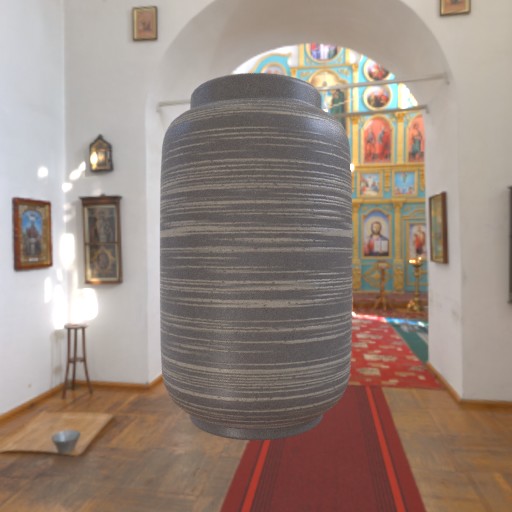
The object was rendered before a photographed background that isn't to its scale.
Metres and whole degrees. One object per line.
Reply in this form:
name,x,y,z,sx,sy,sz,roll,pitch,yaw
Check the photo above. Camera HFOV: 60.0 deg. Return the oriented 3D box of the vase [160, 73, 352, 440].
vase,0.000,0.000,0.699,0.297,0.499,0.297,0,0,0
